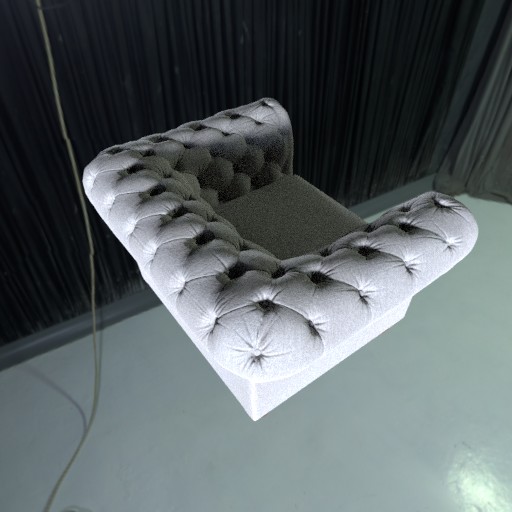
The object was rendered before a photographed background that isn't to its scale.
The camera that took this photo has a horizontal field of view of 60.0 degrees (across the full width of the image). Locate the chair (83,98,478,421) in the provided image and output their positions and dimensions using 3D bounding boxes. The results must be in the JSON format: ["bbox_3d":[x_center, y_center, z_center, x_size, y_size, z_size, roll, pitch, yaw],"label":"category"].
[{"bbox_3d":[0.000,0.000,1.844,0.976,0.770,1.270,-27,49,-26],"label":"chair"}]
